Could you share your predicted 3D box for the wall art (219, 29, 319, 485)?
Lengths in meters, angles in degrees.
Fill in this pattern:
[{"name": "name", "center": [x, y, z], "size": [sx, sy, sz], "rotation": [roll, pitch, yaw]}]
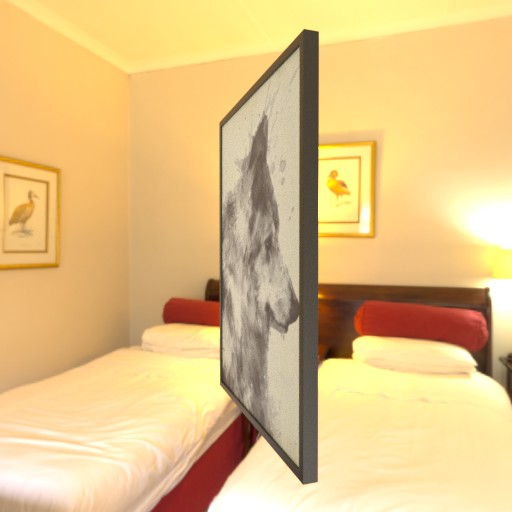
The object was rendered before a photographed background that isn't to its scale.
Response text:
[{"name": "wall art", "center": [0.000, 0.000, 1.418], "size": [0.039, 1.061, 0.804], "rotation": [0, 1, -19]}]
